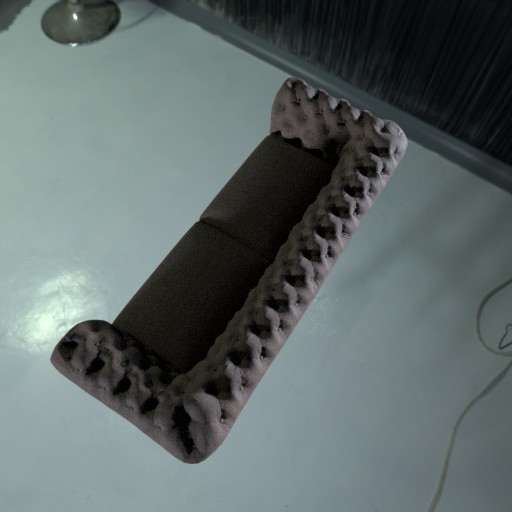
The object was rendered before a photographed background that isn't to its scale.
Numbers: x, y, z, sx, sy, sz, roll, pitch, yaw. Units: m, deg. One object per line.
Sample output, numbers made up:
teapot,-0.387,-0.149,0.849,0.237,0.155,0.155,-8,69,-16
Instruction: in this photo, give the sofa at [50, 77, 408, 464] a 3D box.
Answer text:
sofa,0.000,0.000,2.796,0.944,0.787,2.385,30,67,14
